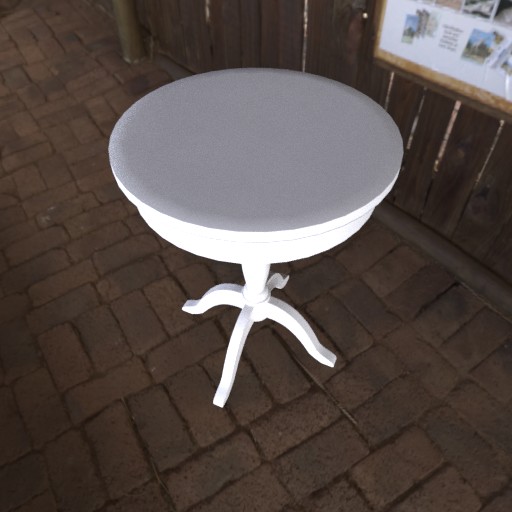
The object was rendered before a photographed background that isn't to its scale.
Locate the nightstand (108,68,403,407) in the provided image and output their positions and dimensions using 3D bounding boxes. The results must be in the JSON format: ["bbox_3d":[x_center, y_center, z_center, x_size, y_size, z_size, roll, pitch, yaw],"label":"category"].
[{"bbox_3d":[0.000,0.000,1.028,0.513,0.653,0.513,25,52,22],"label":"nightstand"}]
